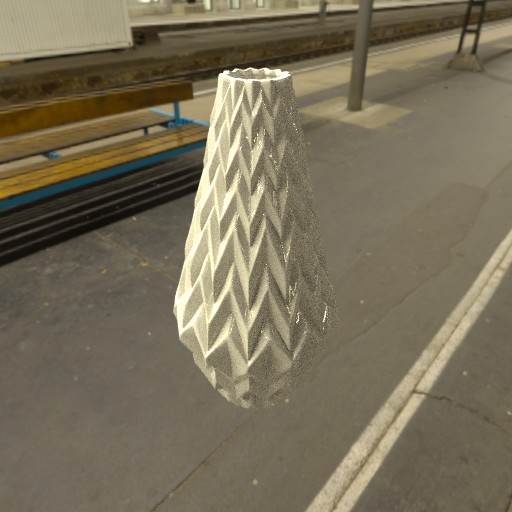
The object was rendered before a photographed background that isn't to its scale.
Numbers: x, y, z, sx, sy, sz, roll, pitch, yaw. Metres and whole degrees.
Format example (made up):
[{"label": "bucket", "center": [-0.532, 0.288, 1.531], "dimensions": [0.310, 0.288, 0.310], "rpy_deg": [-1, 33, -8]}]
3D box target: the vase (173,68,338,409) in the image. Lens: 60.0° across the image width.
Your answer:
[{"label": "vase", "center": [0.000, 0.000, 0.424], "dimensions": [0.167, 0.328, 0.167], "rpy_deg": [0, 32, 0]}]
